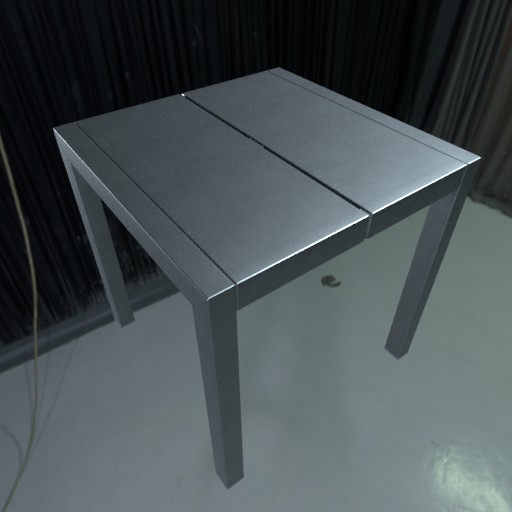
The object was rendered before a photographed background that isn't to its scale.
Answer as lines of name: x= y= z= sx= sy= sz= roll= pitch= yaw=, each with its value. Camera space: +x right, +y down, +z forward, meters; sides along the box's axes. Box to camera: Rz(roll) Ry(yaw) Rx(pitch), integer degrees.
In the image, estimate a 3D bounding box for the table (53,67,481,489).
table: x=0.000 y=0.000 z=0.901 sx=0.508 sy=0.508 sz=0.508 roll=-26 pitch=48 yaw=-26
